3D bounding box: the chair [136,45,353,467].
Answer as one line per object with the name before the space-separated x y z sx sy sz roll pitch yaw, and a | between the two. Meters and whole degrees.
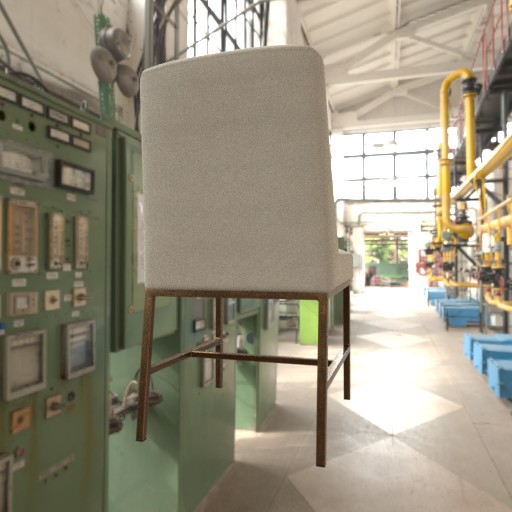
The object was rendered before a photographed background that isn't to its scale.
chair | 0.000 0.000 1.280 0.503 0.933 0.597 0 -1 18
